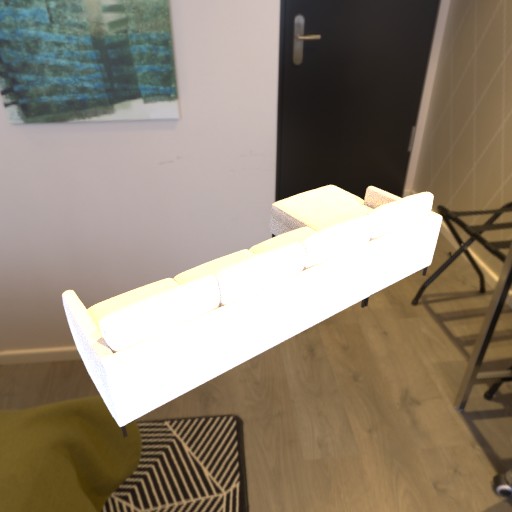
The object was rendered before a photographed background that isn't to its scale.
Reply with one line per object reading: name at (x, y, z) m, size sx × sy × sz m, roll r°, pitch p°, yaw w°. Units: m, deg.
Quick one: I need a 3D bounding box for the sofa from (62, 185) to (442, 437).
sofa at (0.000, 0.000, 3.833) m, size 3.186 × 0.875 × 1.467 m, roll -21°, pitch 38°, yaw -30°
